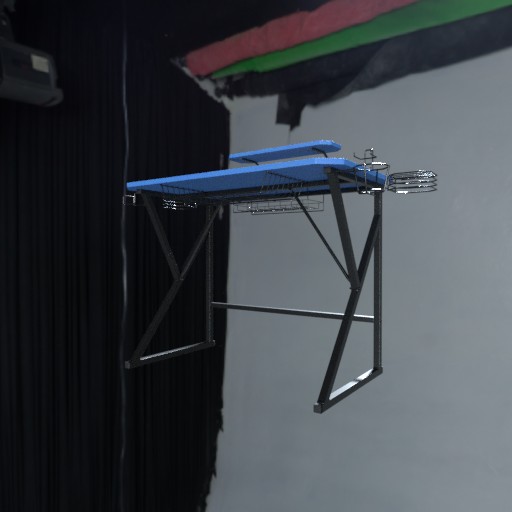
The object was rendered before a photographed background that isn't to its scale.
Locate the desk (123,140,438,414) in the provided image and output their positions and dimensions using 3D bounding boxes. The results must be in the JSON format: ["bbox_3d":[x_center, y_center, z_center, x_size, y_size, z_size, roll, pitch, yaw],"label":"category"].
[{"bbox_3d":[0.000,0.000,1.781,1.295,0.909,0.594,1,1,35],"label":"desk"}]
